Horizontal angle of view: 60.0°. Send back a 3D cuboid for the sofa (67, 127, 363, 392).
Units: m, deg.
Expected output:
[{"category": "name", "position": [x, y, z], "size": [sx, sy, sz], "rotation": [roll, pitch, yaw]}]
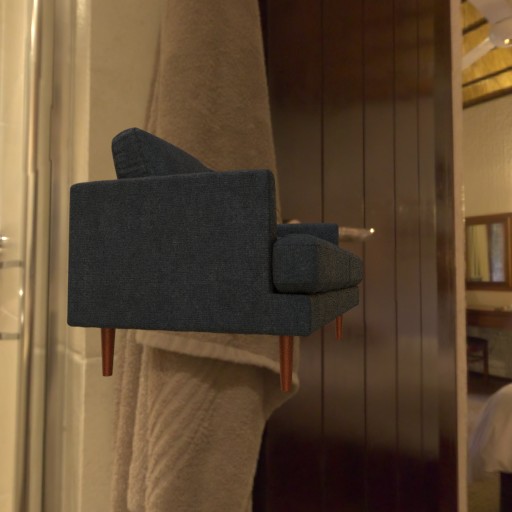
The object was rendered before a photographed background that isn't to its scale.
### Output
[{"category": "sofa", "position": [0.000, 0.000, 2.161], "size": [0.903, 0.944, 1.582], "rotation": [-1, -3, 18]}]
